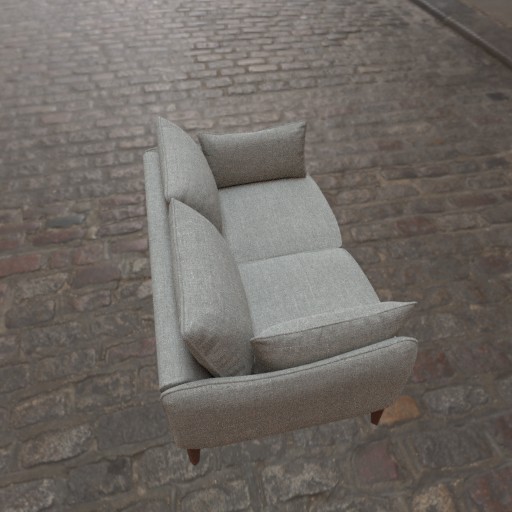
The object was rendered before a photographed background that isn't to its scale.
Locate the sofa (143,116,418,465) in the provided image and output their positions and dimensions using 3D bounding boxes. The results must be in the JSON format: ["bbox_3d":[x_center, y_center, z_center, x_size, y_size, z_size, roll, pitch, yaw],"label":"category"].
[{"bbox_3d":[0.000,0.000,2.139,0.972,0.851,1.580,-9,46,-9],"label":"sofa"}]
